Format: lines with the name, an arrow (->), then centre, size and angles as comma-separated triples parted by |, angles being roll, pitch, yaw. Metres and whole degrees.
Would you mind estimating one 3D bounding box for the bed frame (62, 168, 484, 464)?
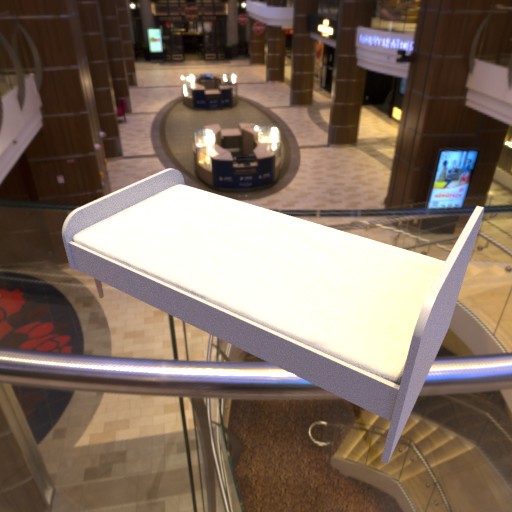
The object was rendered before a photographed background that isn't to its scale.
bed frame -> 0.000, 0.000, 2.411 | 1.963, 0.805, 0.998 | 20, 37, 28
